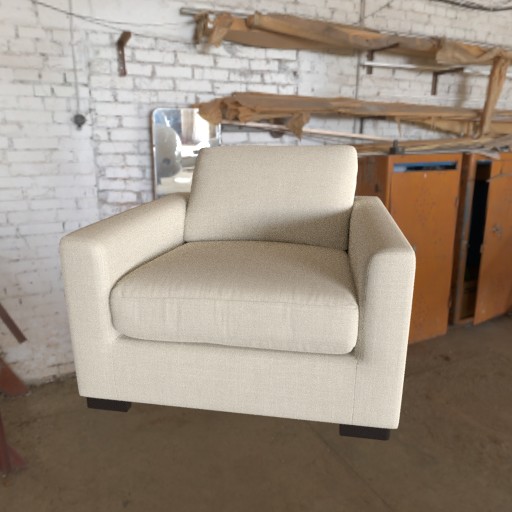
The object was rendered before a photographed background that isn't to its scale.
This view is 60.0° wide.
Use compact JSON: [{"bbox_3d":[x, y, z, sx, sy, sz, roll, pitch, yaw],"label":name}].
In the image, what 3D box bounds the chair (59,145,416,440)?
[{"bbox_3d":[0.000,0.000,1.825,1.070,0.876,1.100,3,15,9],"label":"chair"}]
